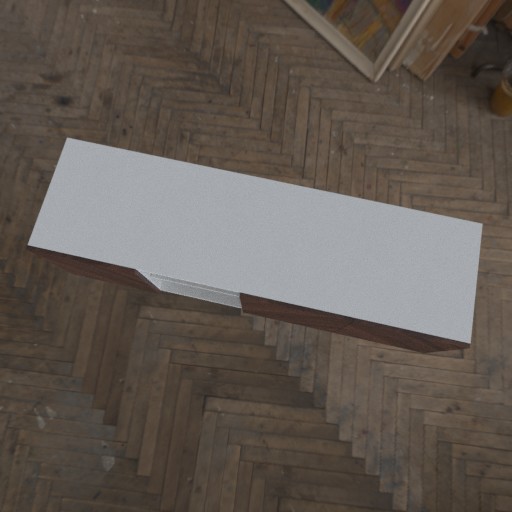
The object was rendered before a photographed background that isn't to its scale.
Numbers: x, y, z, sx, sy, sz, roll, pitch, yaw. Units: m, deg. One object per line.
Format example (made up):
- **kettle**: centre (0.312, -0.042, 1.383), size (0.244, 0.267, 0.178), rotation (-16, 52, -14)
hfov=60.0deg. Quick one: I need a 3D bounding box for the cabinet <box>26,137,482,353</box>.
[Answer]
- **cabinet**: centre (0.000, 0.000, 1.769), size (1.499, 0.533, 0.431), rotation (12, 76, 3)
